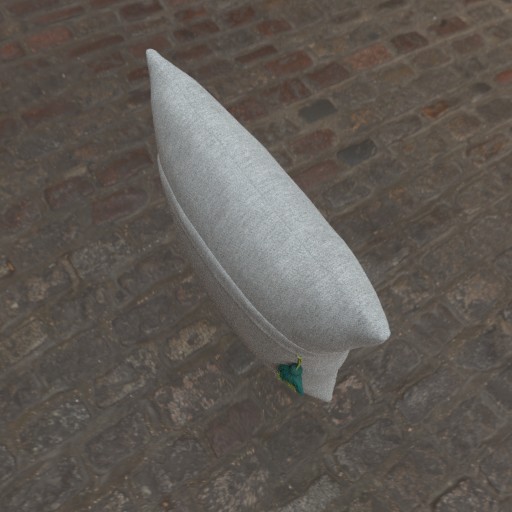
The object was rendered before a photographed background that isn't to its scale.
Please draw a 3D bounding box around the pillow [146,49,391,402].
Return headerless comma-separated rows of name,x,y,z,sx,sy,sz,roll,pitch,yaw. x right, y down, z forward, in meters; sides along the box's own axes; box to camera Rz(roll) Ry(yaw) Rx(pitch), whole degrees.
pillow,0.000,0.000,0.654,0.173,0.436,0.433,-32,68,-14
